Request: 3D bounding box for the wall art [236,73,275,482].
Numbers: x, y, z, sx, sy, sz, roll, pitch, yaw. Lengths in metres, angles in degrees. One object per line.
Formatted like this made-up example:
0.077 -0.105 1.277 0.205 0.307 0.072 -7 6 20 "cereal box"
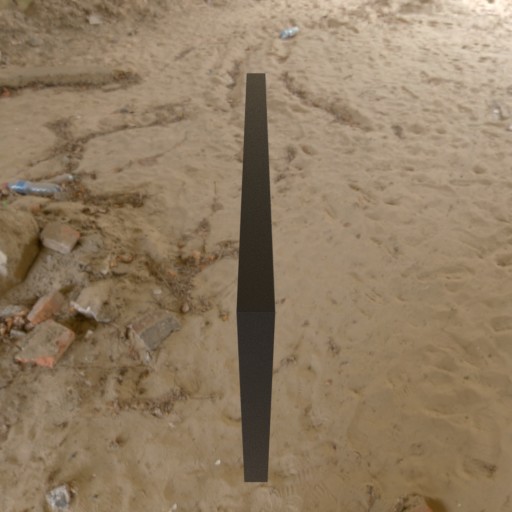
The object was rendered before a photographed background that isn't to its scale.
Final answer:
0.000 0.000 1.212 0.058 0.640 0.939 0 43 0 "wall art"
